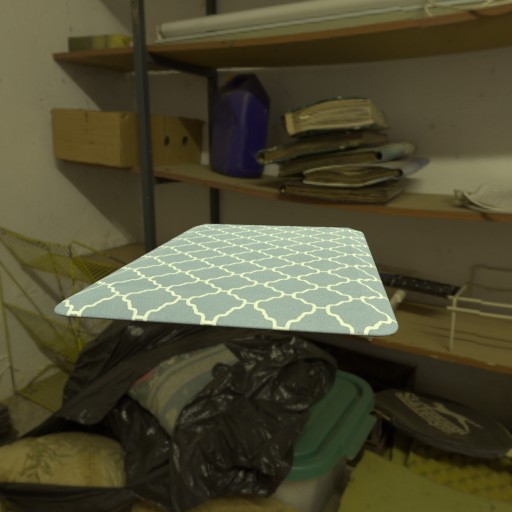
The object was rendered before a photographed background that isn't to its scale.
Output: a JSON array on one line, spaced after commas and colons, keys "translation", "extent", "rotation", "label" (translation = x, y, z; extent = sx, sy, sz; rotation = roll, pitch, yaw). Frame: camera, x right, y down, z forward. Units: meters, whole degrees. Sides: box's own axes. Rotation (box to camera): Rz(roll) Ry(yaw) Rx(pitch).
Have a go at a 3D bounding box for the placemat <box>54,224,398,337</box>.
[{"translation": [0.000, 0.000, 0.974], "extent": [0.508, 0.021, 0.762], "rotation": [2, 14, 9], "label": "placemat"}]
